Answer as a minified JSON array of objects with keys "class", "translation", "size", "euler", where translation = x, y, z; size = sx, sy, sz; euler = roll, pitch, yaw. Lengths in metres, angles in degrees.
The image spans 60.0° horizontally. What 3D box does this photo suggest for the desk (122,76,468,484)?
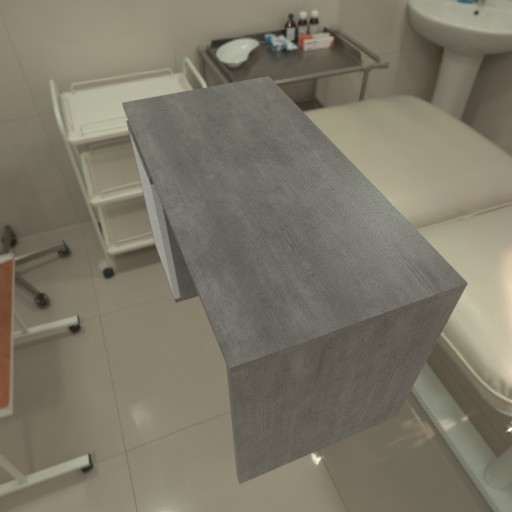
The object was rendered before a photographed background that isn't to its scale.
[{"class":"desk","translation":[0.000,0.000,1.625],"size":[0.600,0.740,1.200],"euler":[-16,48,-15]}]
